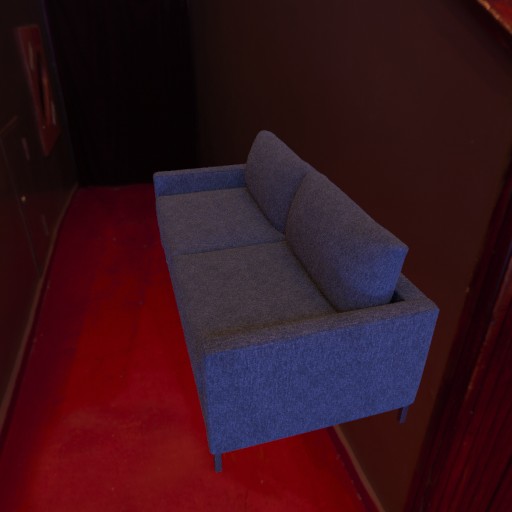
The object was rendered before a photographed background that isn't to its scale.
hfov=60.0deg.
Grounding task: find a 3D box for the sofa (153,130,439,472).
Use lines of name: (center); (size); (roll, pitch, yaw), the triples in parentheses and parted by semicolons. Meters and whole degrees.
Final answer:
sofa: (0.000, 0.000, 2.240); (0.866, 0.862, 1.716); (-9, 32, -14)
